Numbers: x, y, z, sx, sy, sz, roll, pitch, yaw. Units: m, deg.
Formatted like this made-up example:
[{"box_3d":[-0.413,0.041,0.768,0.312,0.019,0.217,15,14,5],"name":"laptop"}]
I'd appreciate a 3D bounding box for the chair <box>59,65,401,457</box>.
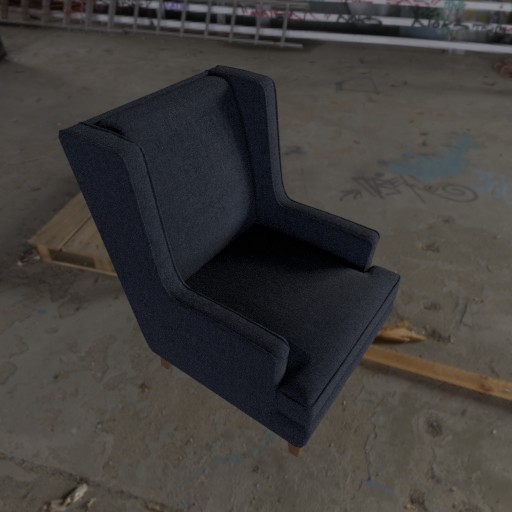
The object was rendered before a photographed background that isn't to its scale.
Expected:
[{"box_3d":[0.000,0.000,1.698,0.947,1.072,0.764,25,46,26],"name":"chair"}]
